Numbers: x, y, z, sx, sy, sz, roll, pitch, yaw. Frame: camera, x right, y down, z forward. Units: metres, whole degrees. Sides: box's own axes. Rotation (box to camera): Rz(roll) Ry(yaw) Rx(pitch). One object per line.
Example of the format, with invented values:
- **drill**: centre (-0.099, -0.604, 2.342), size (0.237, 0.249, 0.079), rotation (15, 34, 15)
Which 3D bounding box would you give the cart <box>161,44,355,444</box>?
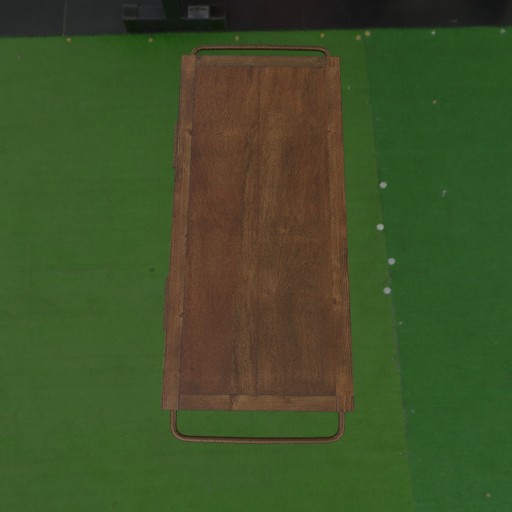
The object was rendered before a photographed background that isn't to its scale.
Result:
- **cart**: centre (0.000, 0.000, 1.492), size (0.445, 0.830, 1.065), rotation (1, 76, 0)
